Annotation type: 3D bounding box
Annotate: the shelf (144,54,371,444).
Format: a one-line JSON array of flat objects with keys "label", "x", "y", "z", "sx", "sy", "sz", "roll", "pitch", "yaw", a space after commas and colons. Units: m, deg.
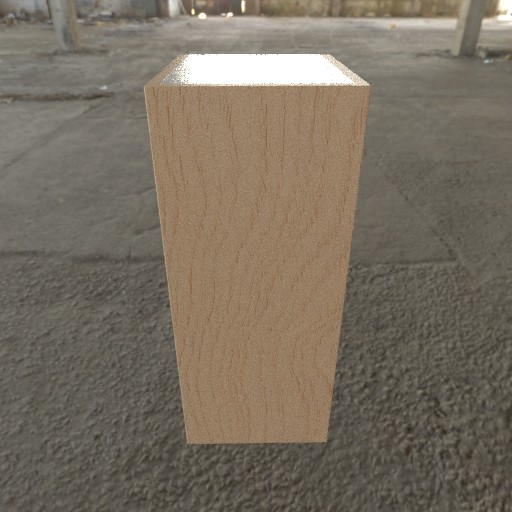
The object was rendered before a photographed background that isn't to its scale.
[{"label": "shelf", "x": 0.000, "y": 0.000, "z": 0.759, "sx": 0.250, "sy": 0.600, "sz": 0.290, "roll": 0, "pitch": 31, "yaw": -1}]
